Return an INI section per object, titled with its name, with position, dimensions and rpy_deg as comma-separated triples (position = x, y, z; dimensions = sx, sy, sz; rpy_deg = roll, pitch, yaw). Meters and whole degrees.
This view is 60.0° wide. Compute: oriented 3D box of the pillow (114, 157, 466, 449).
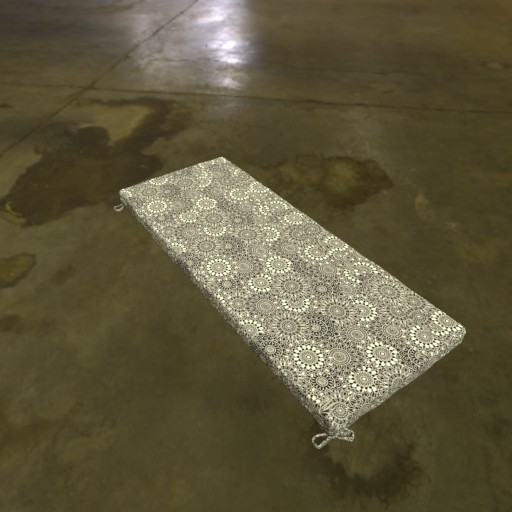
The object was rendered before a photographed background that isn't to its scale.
[pillow]
position = 0.000, 0.000, 1.371
dimensions = 0.492, 0.081, 1.187
rpy_deg = -25, 46, -27
